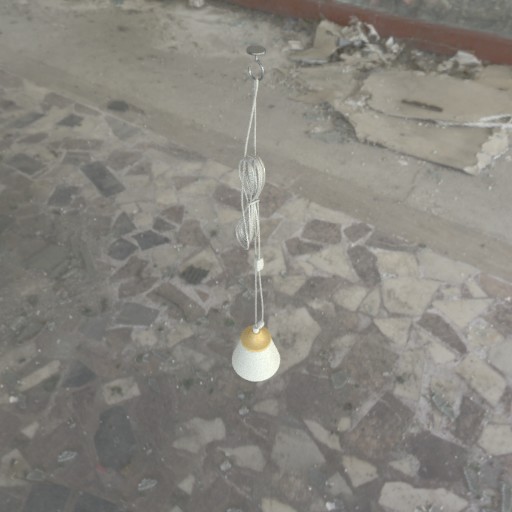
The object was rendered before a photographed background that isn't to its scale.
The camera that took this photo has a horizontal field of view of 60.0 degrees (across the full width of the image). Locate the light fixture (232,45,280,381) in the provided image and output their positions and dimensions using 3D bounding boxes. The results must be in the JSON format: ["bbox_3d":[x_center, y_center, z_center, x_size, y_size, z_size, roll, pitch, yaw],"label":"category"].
[{"bbox_3d":[0.000,0.000,1.059,0.153,0.966,0.153,-15,49,-14],"label":"light fixture"}]
